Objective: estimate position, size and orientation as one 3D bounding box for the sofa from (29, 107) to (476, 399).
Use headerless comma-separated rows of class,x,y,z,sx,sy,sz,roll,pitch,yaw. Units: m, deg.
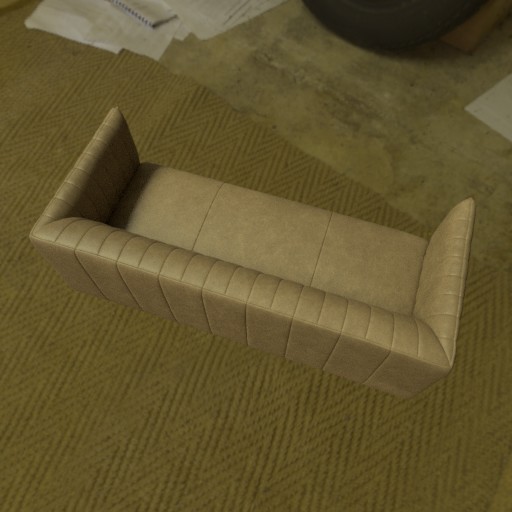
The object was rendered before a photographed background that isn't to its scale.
sofa,0.000,0.000,2.371,1.980,0.779,0.876,17,63,9
